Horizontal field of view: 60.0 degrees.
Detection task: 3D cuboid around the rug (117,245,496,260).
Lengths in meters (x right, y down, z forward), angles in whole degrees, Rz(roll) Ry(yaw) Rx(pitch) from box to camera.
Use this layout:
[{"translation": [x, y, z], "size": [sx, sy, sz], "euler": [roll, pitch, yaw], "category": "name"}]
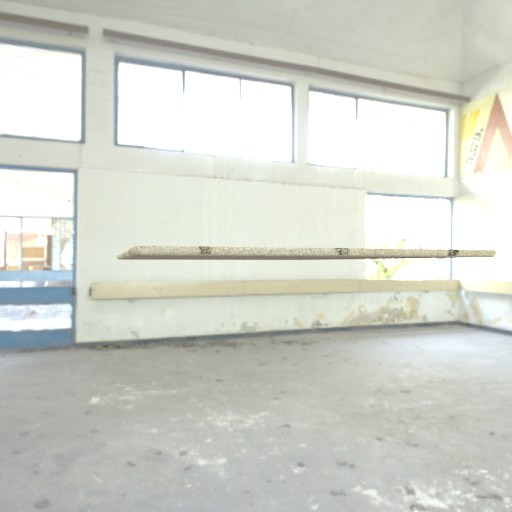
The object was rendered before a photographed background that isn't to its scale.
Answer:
[{"translation": [0.000, 0.000, 2.066], "size": [1.200, 0.025, 1.600], "euler": [0, -1, -19], "category": "rug"}]
